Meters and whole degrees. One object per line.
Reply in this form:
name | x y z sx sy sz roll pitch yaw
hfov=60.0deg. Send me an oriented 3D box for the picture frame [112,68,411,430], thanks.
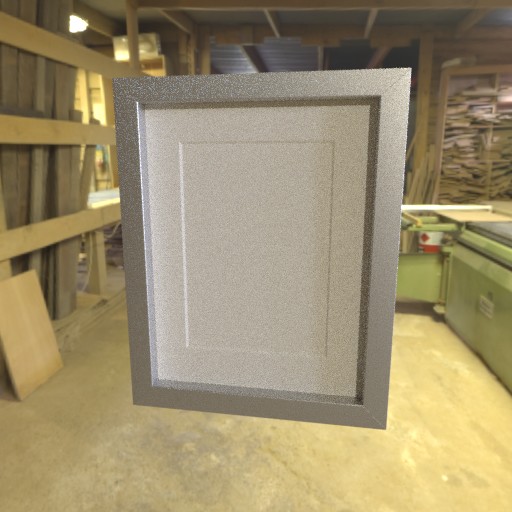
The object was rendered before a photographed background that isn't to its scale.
picture frame | 0.000 0.000 0.506 0.307 0.386 0.036 2 12 10
